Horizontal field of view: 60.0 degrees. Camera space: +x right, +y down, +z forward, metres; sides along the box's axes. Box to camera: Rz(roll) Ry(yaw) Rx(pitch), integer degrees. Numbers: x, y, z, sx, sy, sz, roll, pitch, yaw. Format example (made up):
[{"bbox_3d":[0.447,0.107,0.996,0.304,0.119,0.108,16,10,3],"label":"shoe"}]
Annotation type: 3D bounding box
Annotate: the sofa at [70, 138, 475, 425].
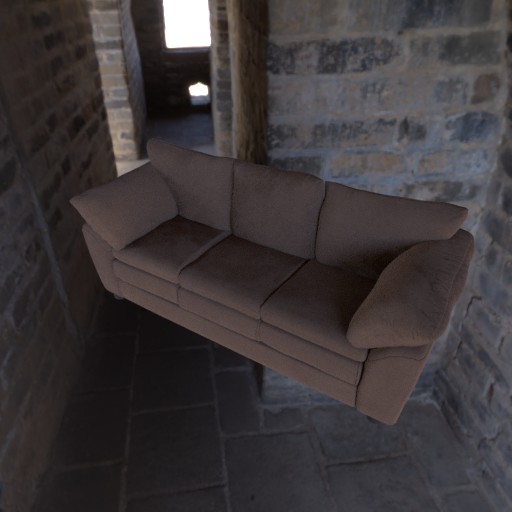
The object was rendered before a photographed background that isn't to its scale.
[{"bbox_3d":[0.000,0.000,2.732,2.336,1.015,0.878,19,36,28],"label":"sofa"}]
